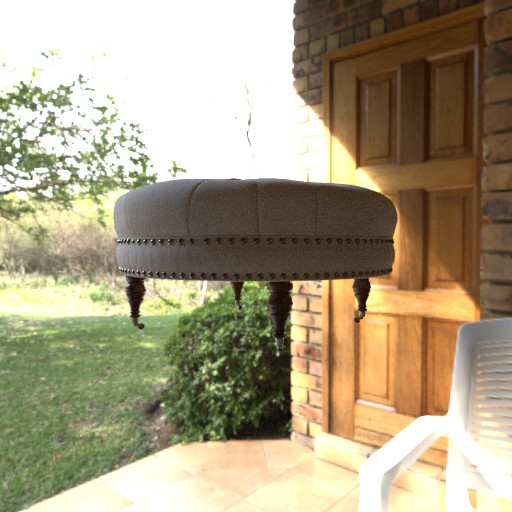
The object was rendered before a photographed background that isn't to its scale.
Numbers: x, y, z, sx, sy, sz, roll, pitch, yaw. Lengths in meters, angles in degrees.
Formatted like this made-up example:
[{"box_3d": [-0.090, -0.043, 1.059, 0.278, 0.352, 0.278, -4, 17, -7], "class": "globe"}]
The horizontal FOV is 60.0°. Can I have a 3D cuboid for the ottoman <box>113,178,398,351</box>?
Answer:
[{"box_3d": [0.000, 0.000, 1.529, 0.940, 0.483, 0.940, 0, 1, 0], "class": "ottoman"}]
